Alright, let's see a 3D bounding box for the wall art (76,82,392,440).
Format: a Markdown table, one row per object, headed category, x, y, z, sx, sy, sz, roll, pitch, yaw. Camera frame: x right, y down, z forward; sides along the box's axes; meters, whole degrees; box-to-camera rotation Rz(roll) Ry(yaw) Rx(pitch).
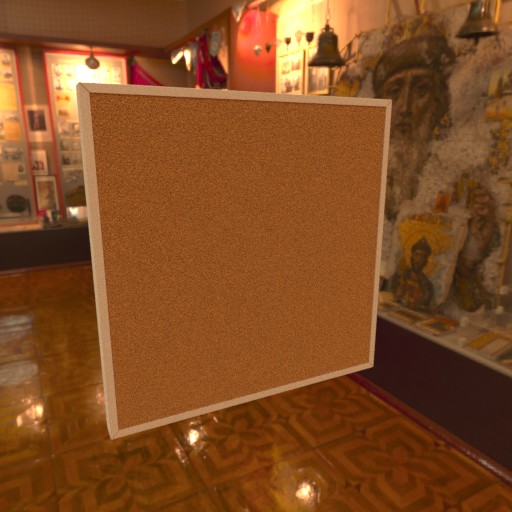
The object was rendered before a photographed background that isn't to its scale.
| category | x | y | z | sx | sy | sz | roll | pitch | yaw |
| --- | --- | --- | --- | --- | --- | --- | --- | --- | --- |
| wall art | 0.000 | 0.000 | 0.734 | 0.508 | 0.508 | 0.037 | -7 | 16 | -26 |
